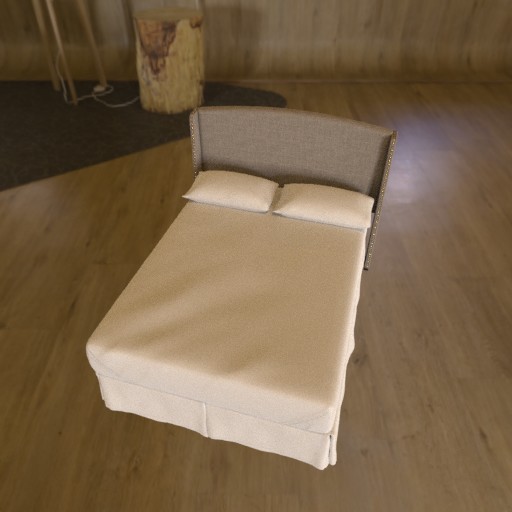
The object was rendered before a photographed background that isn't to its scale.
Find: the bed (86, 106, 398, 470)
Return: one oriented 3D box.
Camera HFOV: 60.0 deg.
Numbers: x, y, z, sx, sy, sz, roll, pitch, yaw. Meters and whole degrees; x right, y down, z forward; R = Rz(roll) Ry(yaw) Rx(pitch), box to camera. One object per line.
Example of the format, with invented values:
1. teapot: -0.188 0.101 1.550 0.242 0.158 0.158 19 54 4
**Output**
1. bed: 0.000 0.000 3.305 1.710 1.407 2.237 11 42 12
